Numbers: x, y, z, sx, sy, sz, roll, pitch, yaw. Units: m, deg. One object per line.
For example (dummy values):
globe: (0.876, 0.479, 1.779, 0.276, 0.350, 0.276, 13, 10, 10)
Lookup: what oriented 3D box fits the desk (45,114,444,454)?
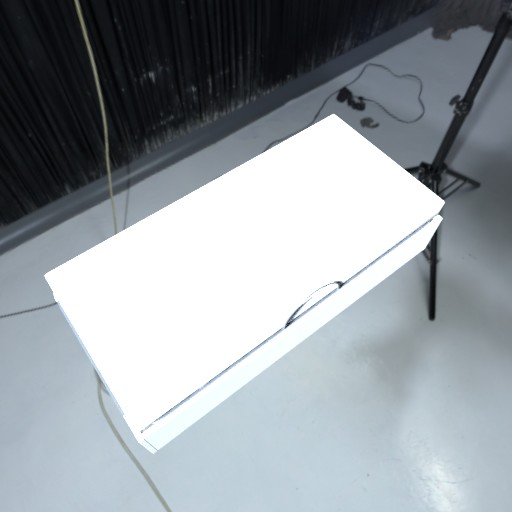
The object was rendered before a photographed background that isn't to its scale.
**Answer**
desk: (0.000, 0.000, 2.356, 1.900, 0.526, 0.900, -33, 64, -19)
